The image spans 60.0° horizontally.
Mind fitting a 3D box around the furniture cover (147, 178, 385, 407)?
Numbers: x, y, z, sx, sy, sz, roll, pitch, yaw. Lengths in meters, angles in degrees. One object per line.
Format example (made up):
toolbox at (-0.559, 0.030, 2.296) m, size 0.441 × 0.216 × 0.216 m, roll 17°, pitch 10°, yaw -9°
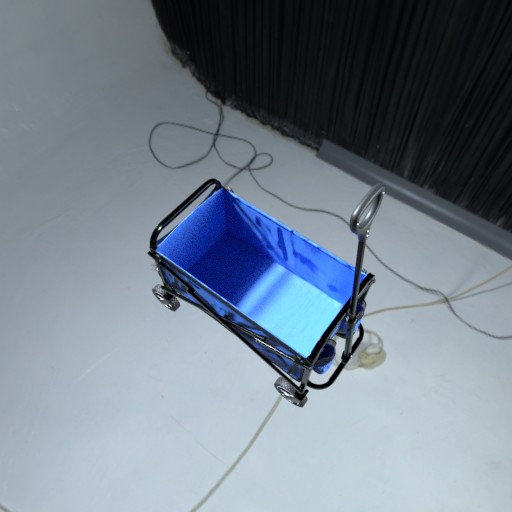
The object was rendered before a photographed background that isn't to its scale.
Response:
furniture cover at (0.000, 0.000, 1.814) m, size 1.038 × 1.295 × 0.532 m, roll 33°, pitch 63°, yaw 19°
